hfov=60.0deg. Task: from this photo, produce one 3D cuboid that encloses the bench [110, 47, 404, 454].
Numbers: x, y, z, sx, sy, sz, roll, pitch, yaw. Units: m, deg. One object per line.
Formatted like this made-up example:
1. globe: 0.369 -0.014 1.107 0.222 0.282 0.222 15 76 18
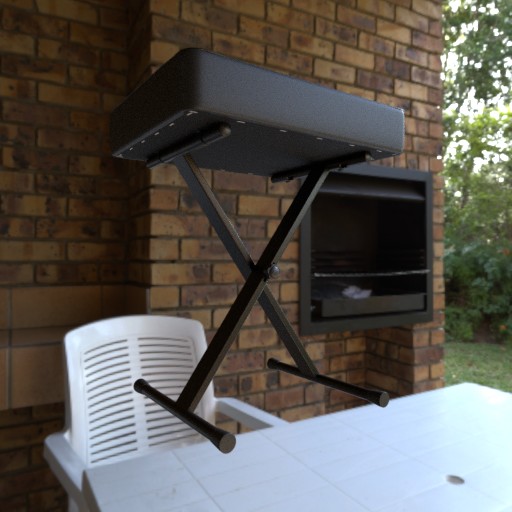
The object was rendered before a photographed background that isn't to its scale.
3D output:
1. bench: 0.000 0.000 0.774 0.424 0.500 0.321 0 0 -35
